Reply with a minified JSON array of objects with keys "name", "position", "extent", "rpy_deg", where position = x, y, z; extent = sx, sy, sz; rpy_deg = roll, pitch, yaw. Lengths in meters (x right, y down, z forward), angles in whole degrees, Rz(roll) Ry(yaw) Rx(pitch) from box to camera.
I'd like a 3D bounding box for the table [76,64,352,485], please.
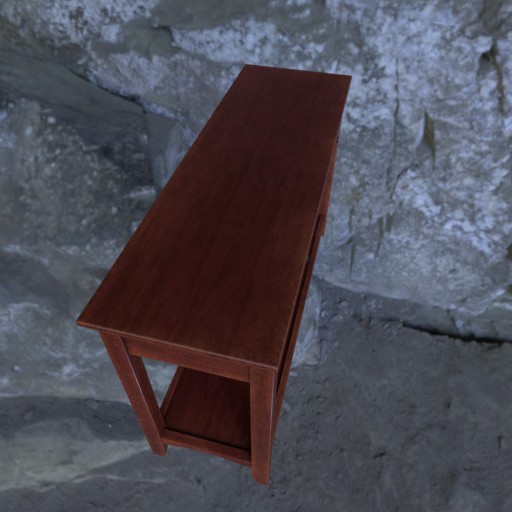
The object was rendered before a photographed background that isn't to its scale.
[{"name":"table","position":[0.000,0.000,1.461],"extent":[0.392,0.739,1.188],"rpy_deg":[11,47,10]}]
